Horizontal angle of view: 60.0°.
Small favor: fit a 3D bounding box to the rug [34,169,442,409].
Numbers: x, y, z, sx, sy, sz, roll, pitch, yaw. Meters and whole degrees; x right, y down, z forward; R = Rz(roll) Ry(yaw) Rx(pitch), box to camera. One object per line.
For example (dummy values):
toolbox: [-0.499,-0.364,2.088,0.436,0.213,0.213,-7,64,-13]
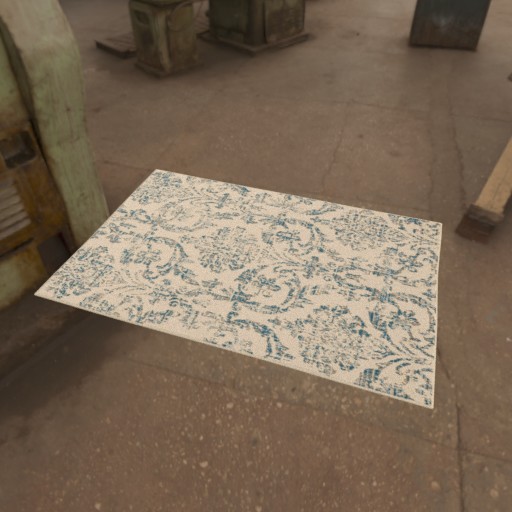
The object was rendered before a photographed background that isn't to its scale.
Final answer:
rug: [0.000,0.000,2.324,1.831,0.012,1.213,13,43,14]
